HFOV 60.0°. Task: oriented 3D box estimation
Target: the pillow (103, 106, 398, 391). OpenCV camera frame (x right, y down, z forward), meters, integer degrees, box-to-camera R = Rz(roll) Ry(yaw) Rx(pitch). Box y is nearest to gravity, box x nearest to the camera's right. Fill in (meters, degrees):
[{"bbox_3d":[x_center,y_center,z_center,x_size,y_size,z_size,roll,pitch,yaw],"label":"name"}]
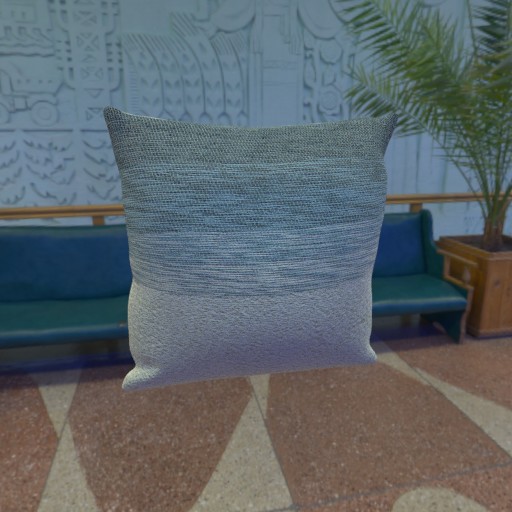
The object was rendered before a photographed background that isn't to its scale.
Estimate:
[{"bbox_3d":[0.000,0.000,0.691,0.440,0.441,0.182,-3,16,-10],"label":"pillow"}]
